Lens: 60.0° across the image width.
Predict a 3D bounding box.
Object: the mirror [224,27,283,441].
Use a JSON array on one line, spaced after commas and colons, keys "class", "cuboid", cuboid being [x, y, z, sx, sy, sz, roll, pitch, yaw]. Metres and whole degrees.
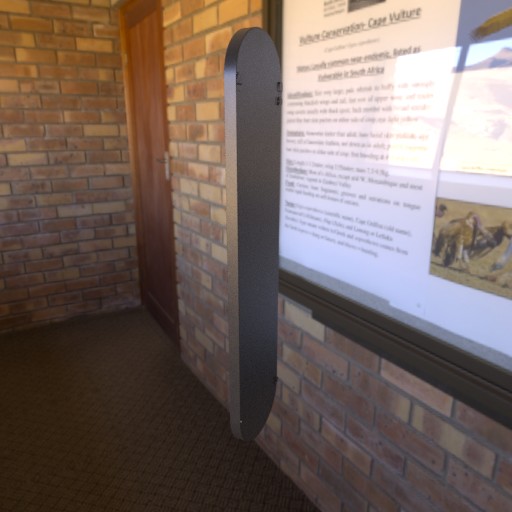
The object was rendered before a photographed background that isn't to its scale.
[{"class": "mirror", "cuboid": [0.000, 0.000, 1.064, 0.032, 0.991, 0.222, 8, 18, 25]}]
